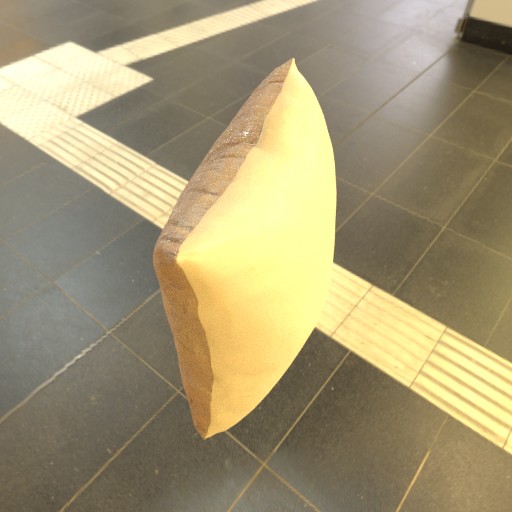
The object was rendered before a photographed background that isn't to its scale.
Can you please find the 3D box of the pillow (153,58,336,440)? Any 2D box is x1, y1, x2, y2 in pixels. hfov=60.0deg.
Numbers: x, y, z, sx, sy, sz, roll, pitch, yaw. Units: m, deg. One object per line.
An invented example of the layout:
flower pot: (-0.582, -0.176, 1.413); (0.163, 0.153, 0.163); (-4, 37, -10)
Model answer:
pillow: (0.000, 0.000, 0.705); (0.245, 0.448, 0.450); (15, 50, 13)
